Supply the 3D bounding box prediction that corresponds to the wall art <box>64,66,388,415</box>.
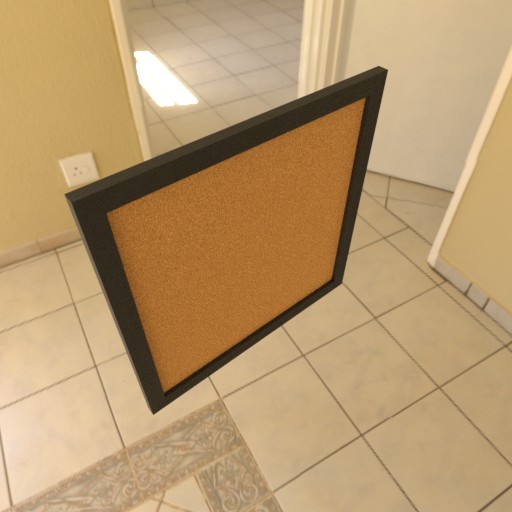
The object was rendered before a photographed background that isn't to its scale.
[{"bbox_3d":[0.000,0.000,1.516,1.016,1.016,0.038,-30,53,-26],"label":"wall art"}]
